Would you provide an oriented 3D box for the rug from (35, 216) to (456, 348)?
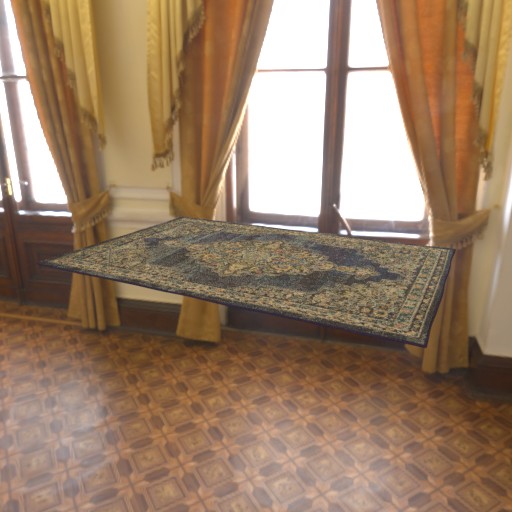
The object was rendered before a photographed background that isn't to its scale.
[{"bbox_3d":[0.000,0.000,2.236,1.781,0.012,1.184,9,19,26],"label":"rug"}]
